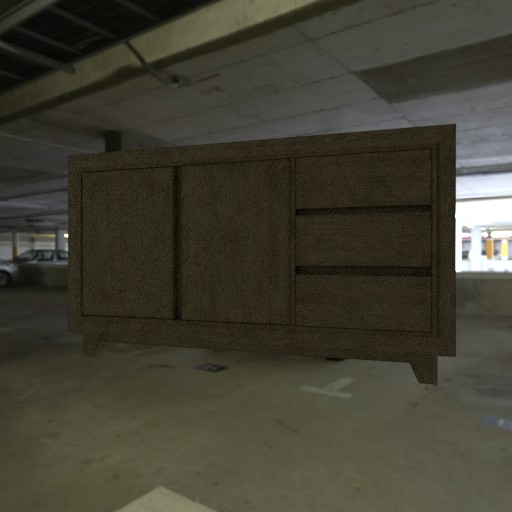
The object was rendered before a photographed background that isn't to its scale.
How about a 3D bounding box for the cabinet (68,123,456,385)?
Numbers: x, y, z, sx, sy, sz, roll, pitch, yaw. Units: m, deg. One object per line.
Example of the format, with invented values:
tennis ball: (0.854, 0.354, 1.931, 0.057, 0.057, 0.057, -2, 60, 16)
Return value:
cabinet: (0.000, 0.000, 1.834, 1.460, 0.825, 0.511, 0, 0, 17)
